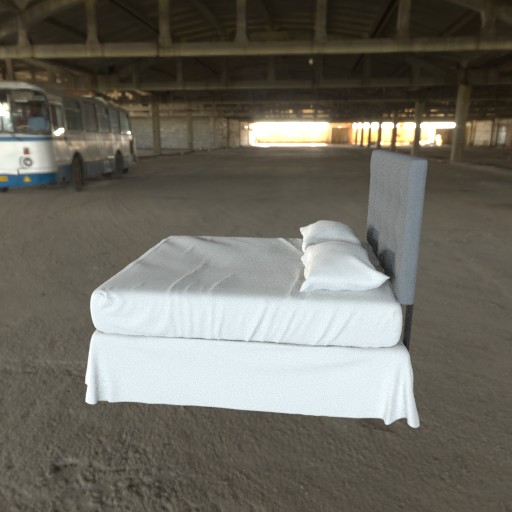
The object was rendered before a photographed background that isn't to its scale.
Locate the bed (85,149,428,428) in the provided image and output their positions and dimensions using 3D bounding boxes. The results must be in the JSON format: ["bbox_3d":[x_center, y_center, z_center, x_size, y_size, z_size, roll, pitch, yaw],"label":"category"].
[{"bbox_3d":[0.000,0.000,3.454,2.222,1.577,1.936,2,15,7],"label":"bed"}]
